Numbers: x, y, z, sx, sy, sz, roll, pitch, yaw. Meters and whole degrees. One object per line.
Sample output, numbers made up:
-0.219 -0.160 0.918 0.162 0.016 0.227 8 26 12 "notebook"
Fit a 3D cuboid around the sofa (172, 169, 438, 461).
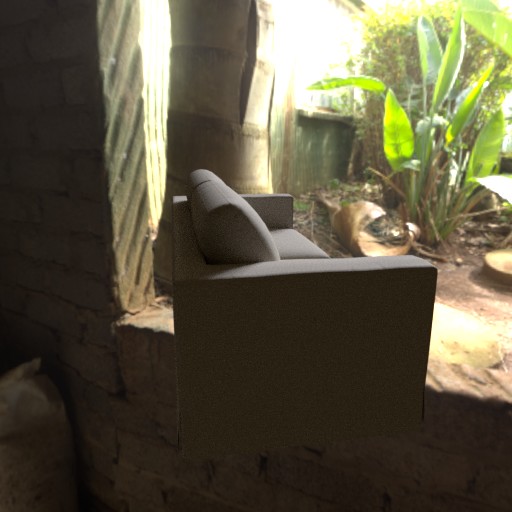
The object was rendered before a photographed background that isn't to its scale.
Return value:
0.000 0.000 2.547 0.954 0.881 2.163 -3 15 -10 "sofa"
